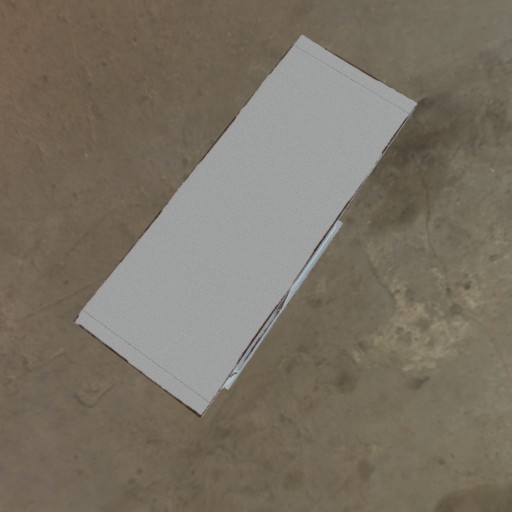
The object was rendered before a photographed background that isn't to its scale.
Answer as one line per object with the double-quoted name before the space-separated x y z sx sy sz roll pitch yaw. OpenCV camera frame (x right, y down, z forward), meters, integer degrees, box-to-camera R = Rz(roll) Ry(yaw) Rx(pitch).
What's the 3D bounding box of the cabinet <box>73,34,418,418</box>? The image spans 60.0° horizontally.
"cabinet" 0.000 0.000 0.913 0.210 0.603 0.541 34 79 8
